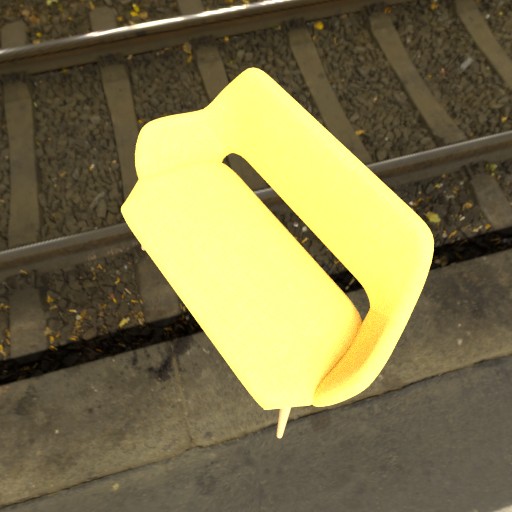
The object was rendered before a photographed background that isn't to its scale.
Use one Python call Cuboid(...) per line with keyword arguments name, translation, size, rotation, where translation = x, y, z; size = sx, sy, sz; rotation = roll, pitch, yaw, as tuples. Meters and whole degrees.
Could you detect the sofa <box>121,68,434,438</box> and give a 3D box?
Cuboid(name="sofa", translation=(0.000, 0.000, 1.596), size=(0.610, 0.840, 1.150), rotation=(-34, 69, -15))
